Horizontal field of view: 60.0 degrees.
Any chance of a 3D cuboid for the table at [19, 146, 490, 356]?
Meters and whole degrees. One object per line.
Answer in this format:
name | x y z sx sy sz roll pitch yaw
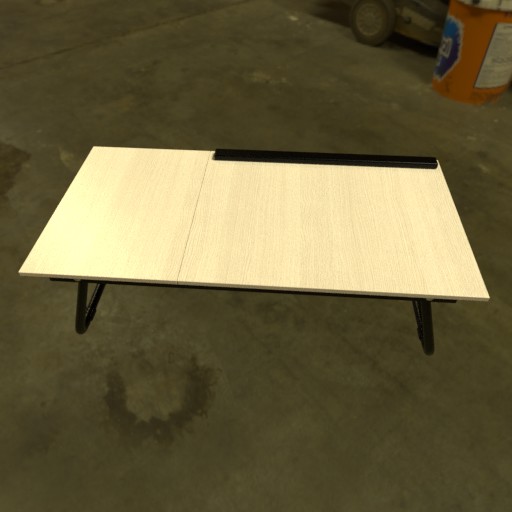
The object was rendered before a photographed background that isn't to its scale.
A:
table | 0.000 0.000 0.791 0.644 0.242 0.322 3 46 3
